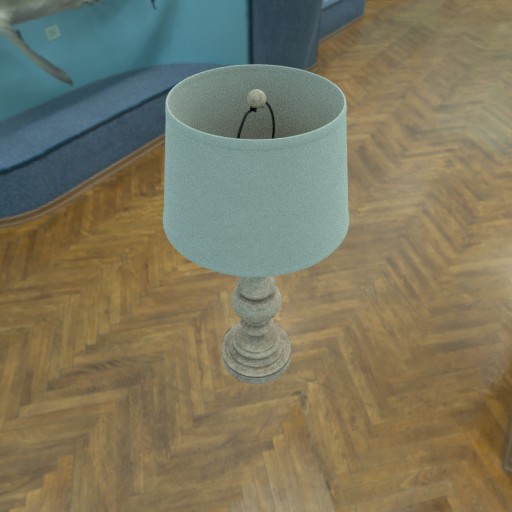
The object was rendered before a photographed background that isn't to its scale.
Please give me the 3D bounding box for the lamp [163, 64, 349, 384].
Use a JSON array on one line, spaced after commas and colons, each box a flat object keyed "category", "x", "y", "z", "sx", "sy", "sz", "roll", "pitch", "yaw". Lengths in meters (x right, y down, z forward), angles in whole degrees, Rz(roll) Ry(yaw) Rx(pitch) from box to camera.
[{"category": "lamp", "x": 0.000, "y": 0.000, "z": 0.894, "sx": 0.340, "sy": 0.678, "sz": 0.340, "roll": 0, "pitch": 43, "yaw": 0}]
